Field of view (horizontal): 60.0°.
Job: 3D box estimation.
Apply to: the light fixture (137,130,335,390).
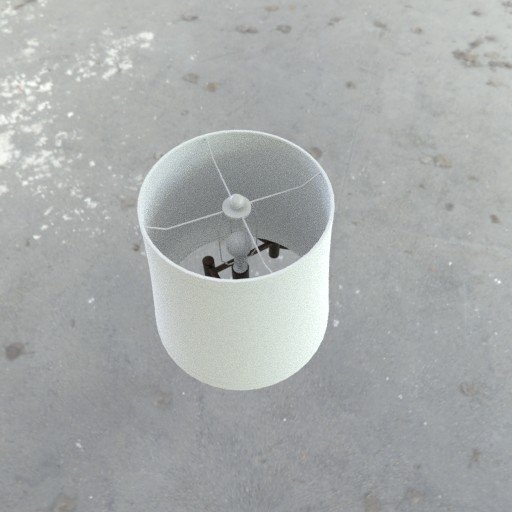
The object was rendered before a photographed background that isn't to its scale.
[{"bbox_3d":[0.000,0.000,0.265,0.100,0.172,0.157,14,58,9],"label":"light fixture"}]
